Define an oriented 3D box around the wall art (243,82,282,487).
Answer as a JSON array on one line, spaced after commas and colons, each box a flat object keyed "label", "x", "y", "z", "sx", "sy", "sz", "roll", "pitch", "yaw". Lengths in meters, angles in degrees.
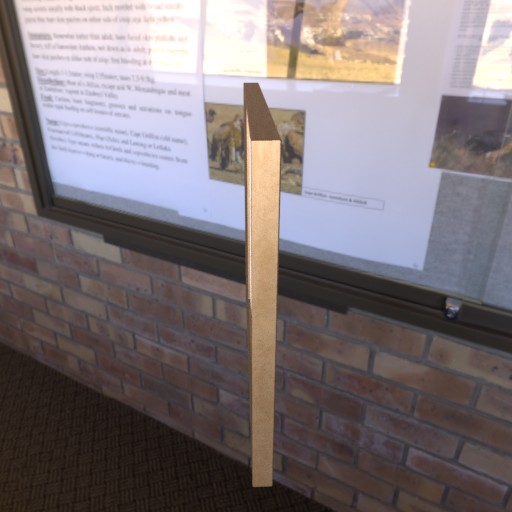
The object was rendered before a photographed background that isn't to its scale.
[{"label": "wall art", "x": 0.000, "y": 0.000, "z": 0.760, "sx": 0.030, "sy": 0.506, "sz": 0.503, "roll": -1, "pitch": 27, "yaw": -2}]
